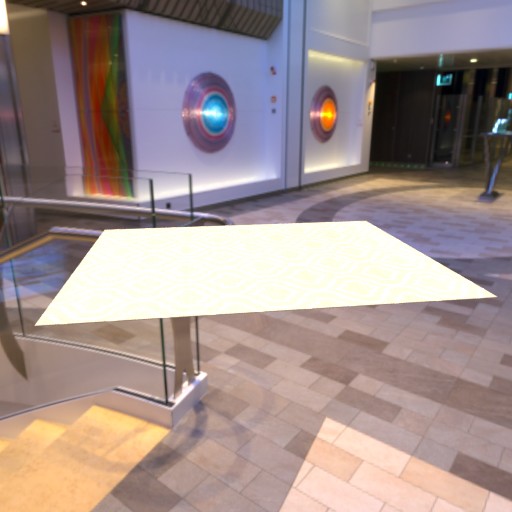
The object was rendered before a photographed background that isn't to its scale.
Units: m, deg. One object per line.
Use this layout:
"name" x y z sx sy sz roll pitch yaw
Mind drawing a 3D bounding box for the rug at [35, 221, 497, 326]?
"rug" 0.000 0.000 3.809 2.892 0.006 2.283 -3 17 -8
